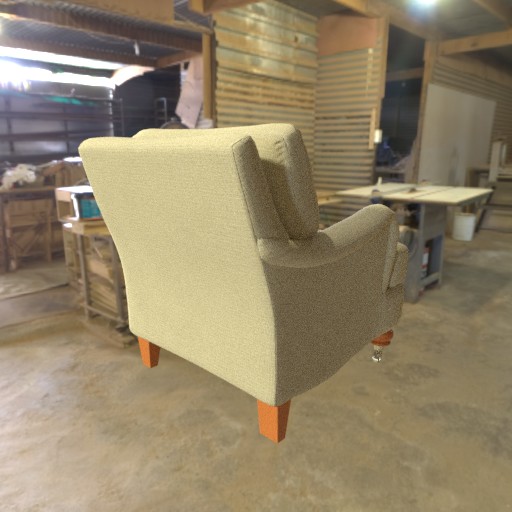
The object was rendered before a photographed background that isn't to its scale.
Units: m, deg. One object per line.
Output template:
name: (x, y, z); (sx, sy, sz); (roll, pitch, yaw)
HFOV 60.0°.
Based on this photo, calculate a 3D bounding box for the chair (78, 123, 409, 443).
chair: (0.000, 0.000, 1.876); (0.955, 1.038, 1.070); (13, 19, 42)
